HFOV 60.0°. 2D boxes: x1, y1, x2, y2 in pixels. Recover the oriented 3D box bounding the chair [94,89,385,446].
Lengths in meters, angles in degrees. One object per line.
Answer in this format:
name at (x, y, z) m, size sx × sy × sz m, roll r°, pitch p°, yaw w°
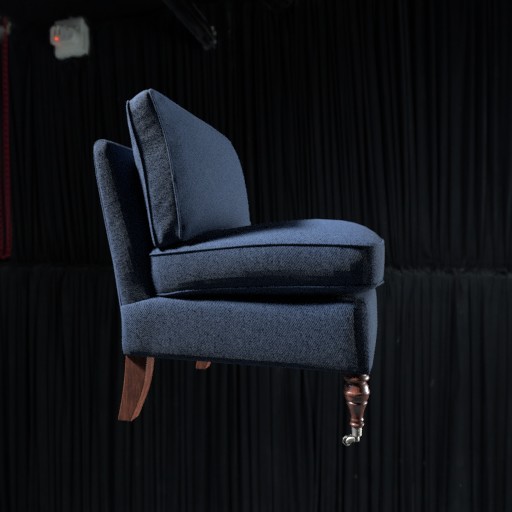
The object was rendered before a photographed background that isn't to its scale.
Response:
chair at (0.000, 0.000, 1.638) m, size 0.912 × 1.052 × 0.724 m, roll 0°, pitch 2°, yaw 16°
